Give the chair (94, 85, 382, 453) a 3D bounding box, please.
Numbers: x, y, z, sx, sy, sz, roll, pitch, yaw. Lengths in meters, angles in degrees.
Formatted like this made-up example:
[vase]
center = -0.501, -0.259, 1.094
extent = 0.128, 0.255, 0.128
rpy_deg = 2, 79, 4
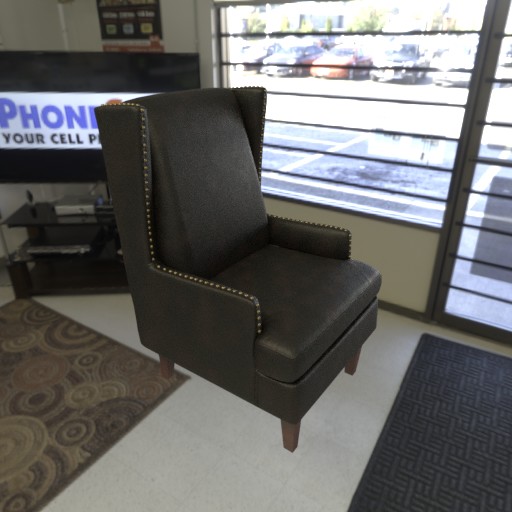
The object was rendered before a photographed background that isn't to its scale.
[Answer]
[chair]
center = 0.000, 0.000, 1.687
extent = 0.799, 1.142, 0.703
rpy_deg = 18, 32, 32
